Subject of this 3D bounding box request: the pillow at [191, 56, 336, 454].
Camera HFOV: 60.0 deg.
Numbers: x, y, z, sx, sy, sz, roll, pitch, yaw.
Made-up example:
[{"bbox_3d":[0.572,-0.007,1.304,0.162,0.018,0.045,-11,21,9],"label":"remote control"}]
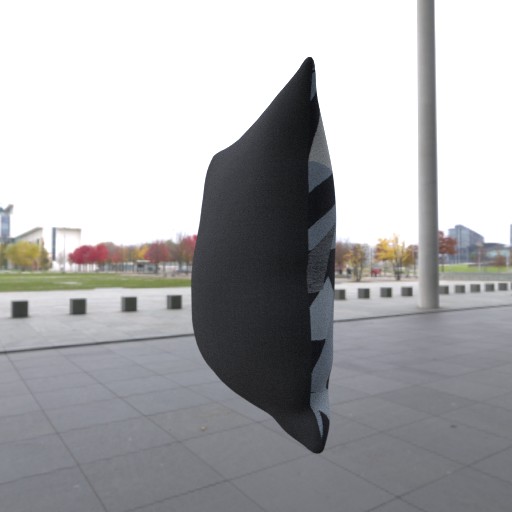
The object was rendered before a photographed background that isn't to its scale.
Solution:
[{"bbox_3d":[0.000,0.000,0.779,0.208,0.496,0.503,1,-2,-19],"label":"pillow"}]
